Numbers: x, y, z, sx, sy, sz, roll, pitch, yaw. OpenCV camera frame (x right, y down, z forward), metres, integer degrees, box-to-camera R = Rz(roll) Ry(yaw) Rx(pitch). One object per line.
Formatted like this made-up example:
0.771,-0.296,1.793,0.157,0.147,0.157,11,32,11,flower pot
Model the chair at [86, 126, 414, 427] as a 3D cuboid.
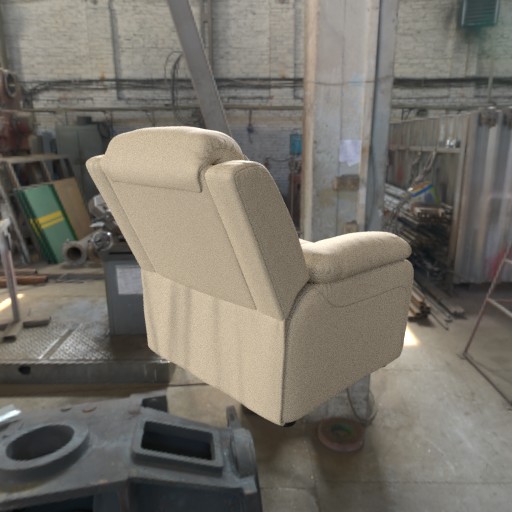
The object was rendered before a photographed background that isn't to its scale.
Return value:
0.000,0.000,1.273,0.709,0.702,0.680,-14,20,-43,chair
